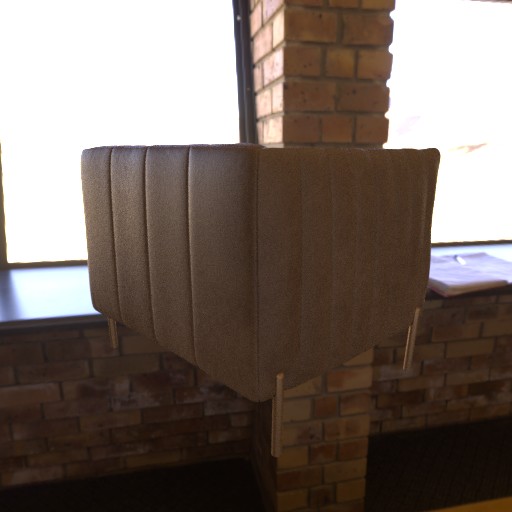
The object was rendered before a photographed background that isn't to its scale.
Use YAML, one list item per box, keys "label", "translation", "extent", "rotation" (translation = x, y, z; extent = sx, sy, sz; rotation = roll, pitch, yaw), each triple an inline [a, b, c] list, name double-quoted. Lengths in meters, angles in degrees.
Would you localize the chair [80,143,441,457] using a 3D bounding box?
- label: "chair"
  translation: [0.000, 0.000, 1.600]
  extent: [0.876, 0.779, 0.981]
  rotation: [-13, 18, -42]
